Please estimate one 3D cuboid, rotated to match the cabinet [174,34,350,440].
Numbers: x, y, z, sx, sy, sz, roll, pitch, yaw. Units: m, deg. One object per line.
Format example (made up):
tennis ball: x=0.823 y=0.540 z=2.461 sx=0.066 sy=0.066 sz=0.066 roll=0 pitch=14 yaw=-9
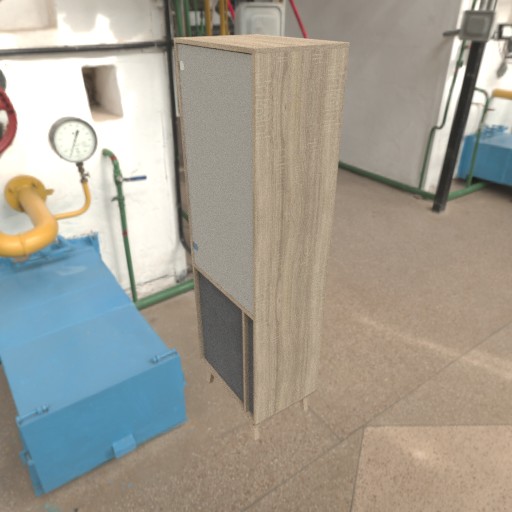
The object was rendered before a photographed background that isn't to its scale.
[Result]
cabinet: x=0.000 y=0.000 z=2.108 sx=0.400 sy=1.850 sz=0.570 roll=-19 pitch=35 yaw=-30
